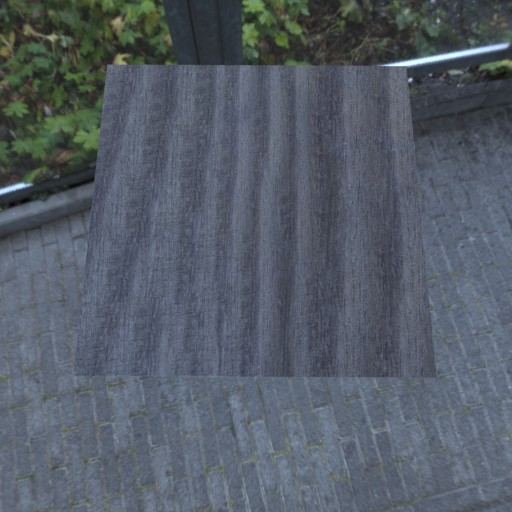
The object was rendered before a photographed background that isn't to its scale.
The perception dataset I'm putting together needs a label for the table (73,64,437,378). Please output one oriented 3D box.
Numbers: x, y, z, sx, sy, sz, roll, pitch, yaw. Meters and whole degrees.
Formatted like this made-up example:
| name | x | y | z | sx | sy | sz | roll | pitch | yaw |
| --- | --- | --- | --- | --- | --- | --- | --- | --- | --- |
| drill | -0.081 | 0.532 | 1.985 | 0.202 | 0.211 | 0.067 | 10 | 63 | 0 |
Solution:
| name | x | y | z | sx | sy | sz | roll | pitch | yaw |
| --- | --- | --- | --- | --- | --- | --- | --- | --- | --- |
| table | 0.000 | 0.000 | 0.964 | 0.504 | 0.587 | 0.506 | 0 | 75 | 0 |
